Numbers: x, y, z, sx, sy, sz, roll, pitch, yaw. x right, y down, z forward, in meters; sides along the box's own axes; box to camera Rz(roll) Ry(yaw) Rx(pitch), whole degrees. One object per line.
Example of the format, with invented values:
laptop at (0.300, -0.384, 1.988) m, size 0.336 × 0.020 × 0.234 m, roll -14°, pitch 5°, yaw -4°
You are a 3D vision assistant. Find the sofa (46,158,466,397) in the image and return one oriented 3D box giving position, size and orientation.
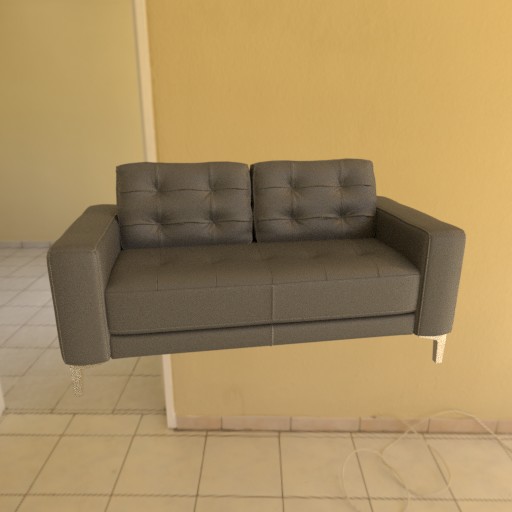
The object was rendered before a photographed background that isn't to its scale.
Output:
sofa at (0.000, 0.000, 2.181) m, size 1.726 × 0.892 × 0.833 m, roll -3°, pitch 18°, yaw -9°
